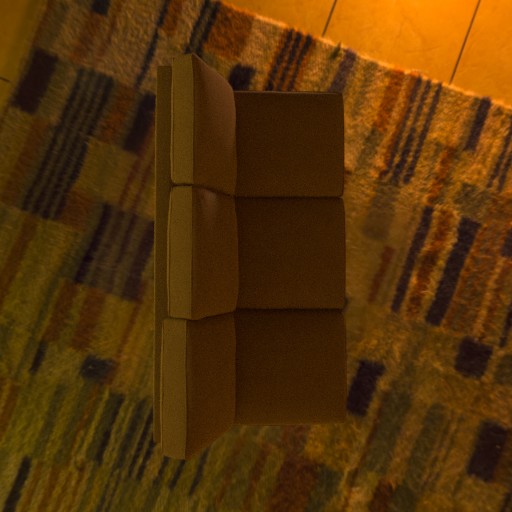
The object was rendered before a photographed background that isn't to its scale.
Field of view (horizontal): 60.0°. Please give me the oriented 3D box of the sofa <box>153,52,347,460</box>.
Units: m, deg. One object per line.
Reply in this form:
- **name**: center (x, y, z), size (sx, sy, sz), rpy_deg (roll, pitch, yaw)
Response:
- **sofa**: center (0.000, 0.000, 2.741), size (1.127, 1.036, 2.092), rpy_deg (0, 88, -1)
